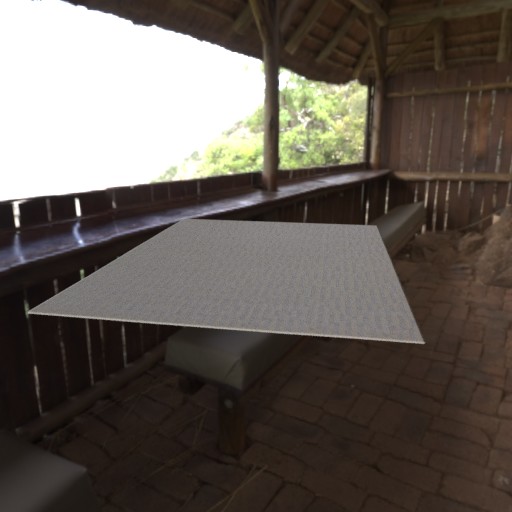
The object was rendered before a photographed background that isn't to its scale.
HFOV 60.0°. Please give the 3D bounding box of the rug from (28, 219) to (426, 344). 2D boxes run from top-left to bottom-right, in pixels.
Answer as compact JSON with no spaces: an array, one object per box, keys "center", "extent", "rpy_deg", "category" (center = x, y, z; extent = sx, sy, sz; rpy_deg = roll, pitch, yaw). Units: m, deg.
[{"center":[0.000,0.000,4.054],"extent":[2.410,0.021,3.055],"rpy_deg":[3,16,10],"category":"rug"}]
